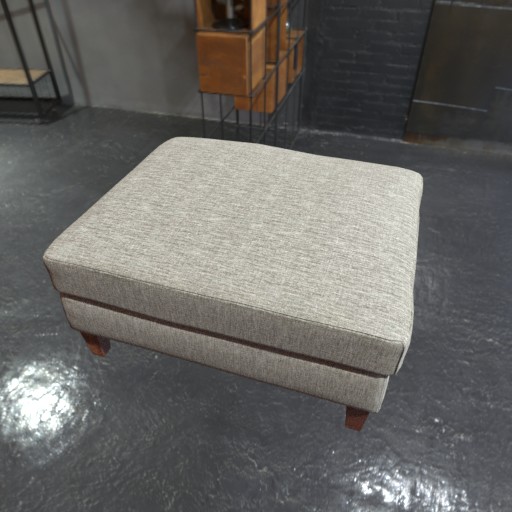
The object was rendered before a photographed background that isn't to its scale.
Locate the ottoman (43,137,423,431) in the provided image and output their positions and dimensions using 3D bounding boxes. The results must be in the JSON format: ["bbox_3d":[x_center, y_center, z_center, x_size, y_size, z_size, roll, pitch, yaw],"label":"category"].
[{"bbox_3d":[0.000,0.000,1.509,0.994,0.492,0.839,12,41,14],"label":"ottoman"}]
